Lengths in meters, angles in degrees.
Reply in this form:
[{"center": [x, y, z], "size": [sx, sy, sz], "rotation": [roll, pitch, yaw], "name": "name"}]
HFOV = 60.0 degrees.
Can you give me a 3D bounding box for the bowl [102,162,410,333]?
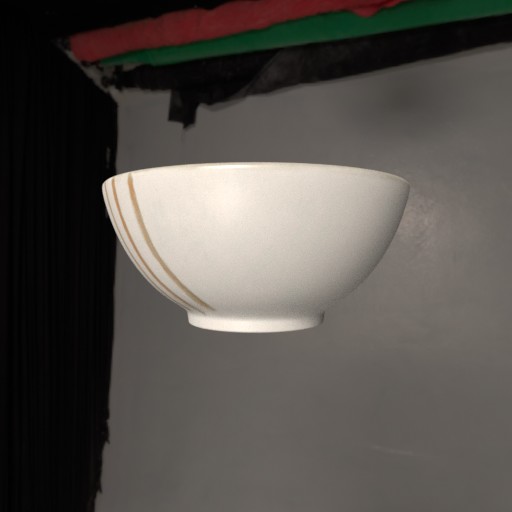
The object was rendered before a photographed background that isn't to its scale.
[{"center": [0.000, 0.000, 0.410], "size": [0.268, 0.121, 0.268], "rotation": [0, 1, 0], "name": "bowl"}]
